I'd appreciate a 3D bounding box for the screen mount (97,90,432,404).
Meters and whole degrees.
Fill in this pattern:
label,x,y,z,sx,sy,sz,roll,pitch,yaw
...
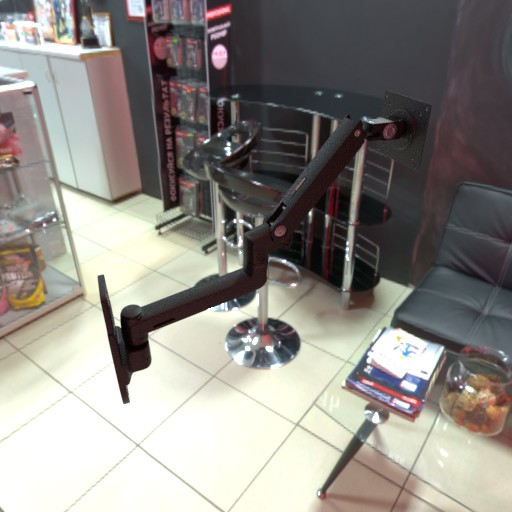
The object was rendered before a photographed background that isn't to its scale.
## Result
label,x,y,z,sx,sy,sz,roll,pitch,yaw
screen mount,0.000,0.000,0.726,0.495,0.466,0.115,-11,33,-17
